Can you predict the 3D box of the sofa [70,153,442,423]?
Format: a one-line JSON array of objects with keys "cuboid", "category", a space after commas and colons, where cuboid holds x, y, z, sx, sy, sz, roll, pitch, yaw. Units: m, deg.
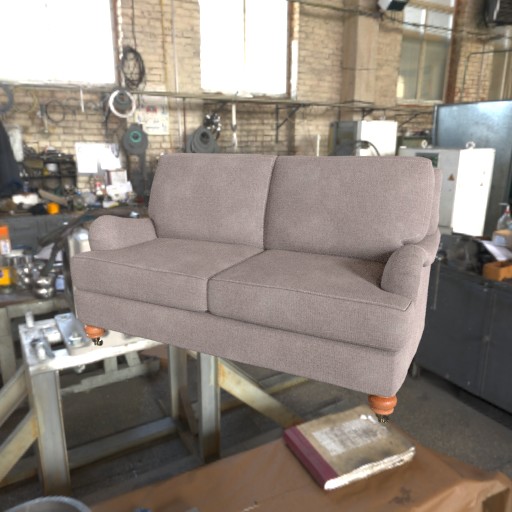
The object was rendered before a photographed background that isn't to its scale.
[{"cuboid": [0.000, 0.000, 2.491, 1.853, 1.101, 1.084, 7, 16, 26], "category": "sofa"}]
